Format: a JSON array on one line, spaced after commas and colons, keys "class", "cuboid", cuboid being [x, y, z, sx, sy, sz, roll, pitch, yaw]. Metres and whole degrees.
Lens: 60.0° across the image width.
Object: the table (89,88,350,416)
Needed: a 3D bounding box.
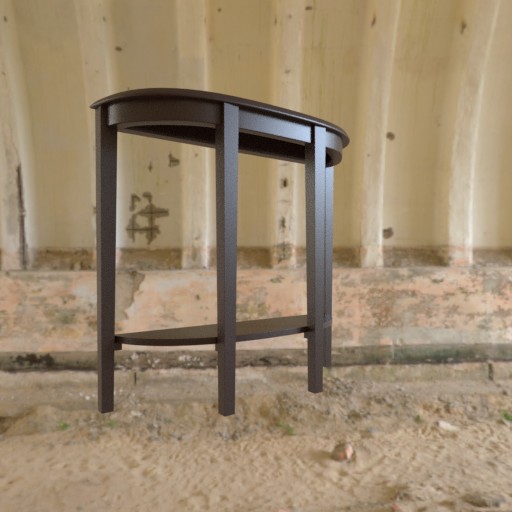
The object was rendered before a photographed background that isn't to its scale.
[{"class": "table", "cuboid": [0.000, 0.000, 1.346, 0.909, 0.831, 0.274, 0, 0, -37]}]
